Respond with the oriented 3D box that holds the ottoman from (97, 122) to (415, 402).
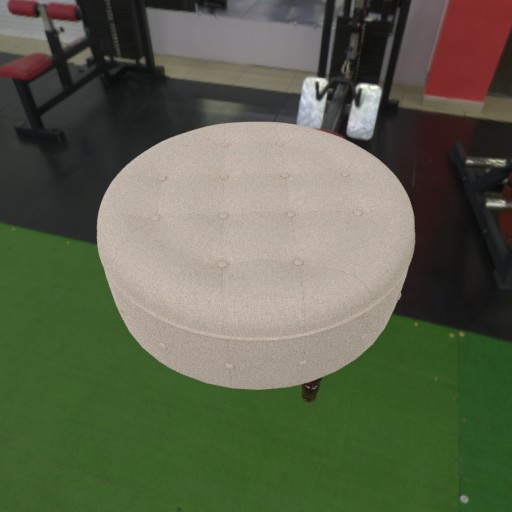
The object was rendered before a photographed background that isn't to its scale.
[{"bbox_3d":[0.000,0.000,1.337,0.848,0.494,0.848,0,45,0],"label":"ottoman"}]
